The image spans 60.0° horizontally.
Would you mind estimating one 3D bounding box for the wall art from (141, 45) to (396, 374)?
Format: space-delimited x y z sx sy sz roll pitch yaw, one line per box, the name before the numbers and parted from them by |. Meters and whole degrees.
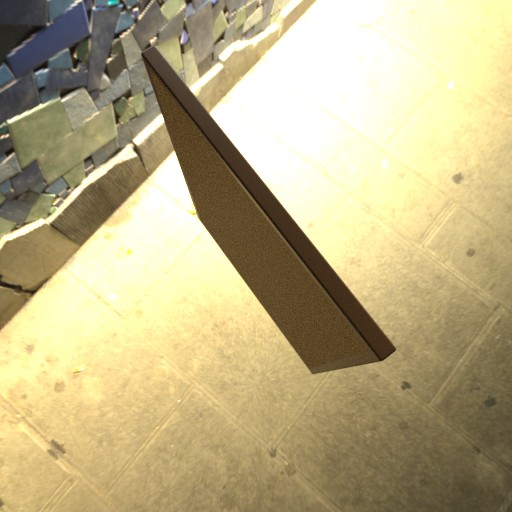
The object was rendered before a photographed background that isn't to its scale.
wall art | 0.000 0.000 0.750 0.021 0.550 0.449 -35 77 -9
